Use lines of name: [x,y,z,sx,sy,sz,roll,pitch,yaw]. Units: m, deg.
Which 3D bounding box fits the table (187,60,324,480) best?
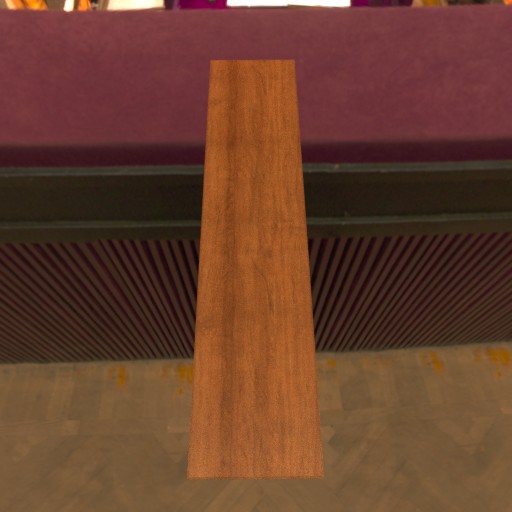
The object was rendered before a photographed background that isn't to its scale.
table: [0.000,0.000,2.012,0.425,0.635,1.815,0,63,0]
